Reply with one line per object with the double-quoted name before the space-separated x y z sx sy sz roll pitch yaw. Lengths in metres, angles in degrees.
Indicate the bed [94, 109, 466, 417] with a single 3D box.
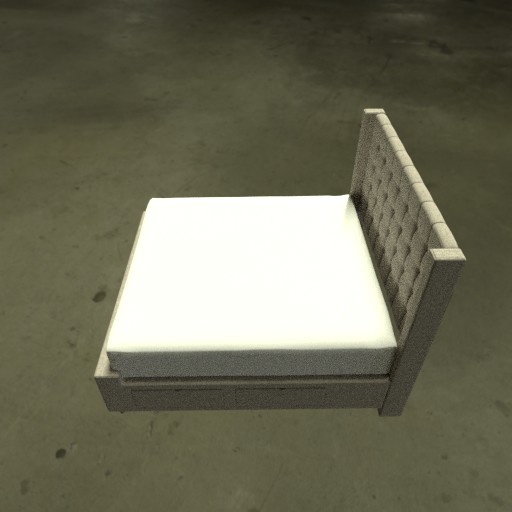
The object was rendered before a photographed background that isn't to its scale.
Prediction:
"bed" 0.000 0.000 3.798 2.372 1.748 2.044 -1 41 -1
